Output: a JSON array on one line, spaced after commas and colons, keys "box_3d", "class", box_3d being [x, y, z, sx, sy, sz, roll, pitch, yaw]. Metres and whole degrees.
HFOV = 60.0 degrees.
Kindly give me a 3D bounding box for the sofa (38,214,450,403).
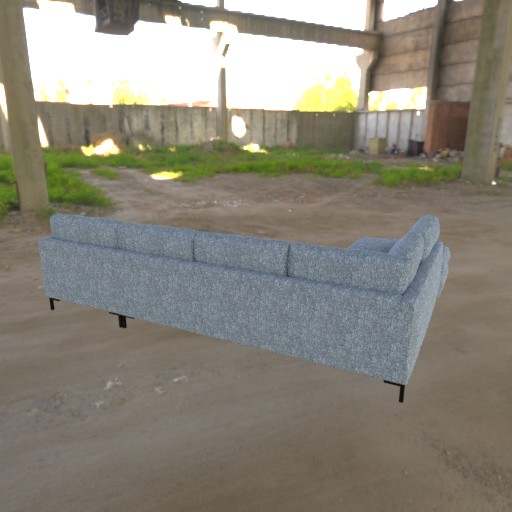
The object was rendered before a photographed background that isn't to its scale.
[{"box_3d": [0.000, 0.000, 3.537, 2.737, 0.756, 1.879, 8, 18, 26], "class": "sofa"}]
